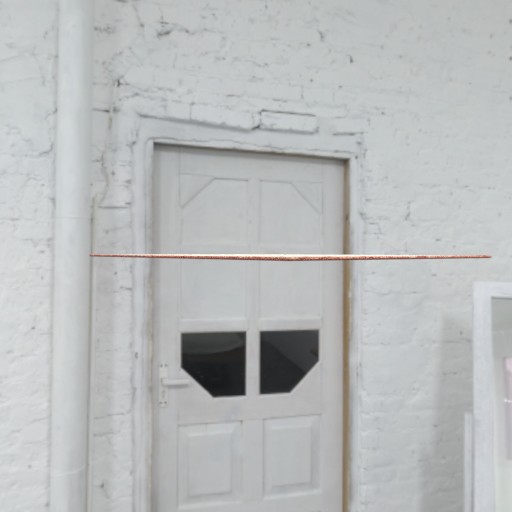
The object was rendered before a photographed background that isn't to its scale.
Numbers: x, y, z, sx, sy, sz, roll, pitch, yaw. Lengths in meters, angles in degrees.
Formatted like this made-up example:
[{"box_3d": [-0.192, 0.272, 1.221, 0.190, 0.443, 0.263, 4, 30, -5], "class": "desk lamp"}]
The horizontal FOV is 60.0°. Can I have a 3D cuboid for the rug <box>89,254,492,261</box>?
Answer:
[{"box_3d": [0.000, 0.000, 3.037, 1.524, 0.015, 2.438, 0, 1, -37], "class": "rug"}]
